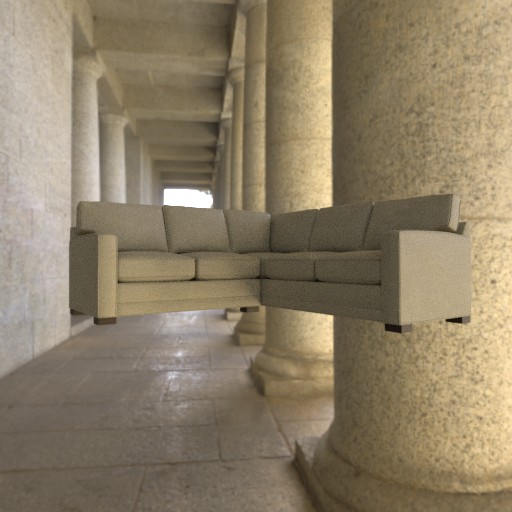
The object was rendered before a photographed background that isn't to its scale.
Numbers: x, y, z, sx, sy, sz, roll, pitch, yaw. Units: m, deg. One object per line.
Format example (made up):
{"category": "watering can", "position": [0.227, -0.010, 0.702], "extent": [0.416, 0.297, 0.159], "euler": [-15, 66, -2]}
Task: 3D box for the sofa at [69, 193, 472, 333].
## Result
{"category": "sofa", "position": [0.000, 0.000, 3.360], "extent": [2.188, 0.936, 2.211], "euler": [0, -1, -36]}
